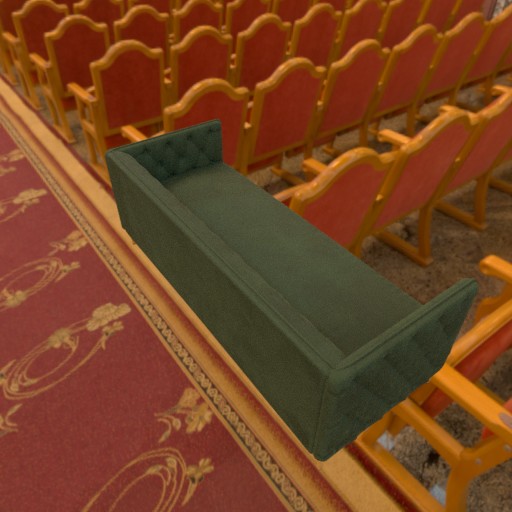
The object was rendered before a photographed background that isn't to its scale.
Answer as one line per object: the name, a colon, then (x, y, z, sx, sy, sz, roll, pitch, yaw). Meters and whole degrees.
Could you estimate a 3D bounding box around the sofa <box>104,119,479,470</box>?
sofa: (0.000, 0.000, 2.642, 0.895, 0.771, 2.209, -25, 47, -27)
